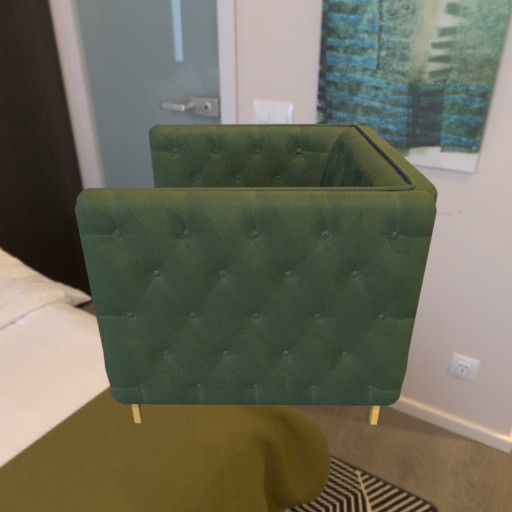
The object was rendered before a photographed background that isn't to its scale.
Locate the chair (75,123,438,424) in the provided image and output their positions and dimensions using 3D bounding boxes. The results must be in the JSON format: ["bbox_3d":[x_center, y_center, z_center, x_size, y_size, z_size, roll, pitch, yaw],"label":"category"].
[{"bbox_3d":[0.000,0.000,1.541,0.855,0.768,0.917,0,27,0],"label":"chair"}]
